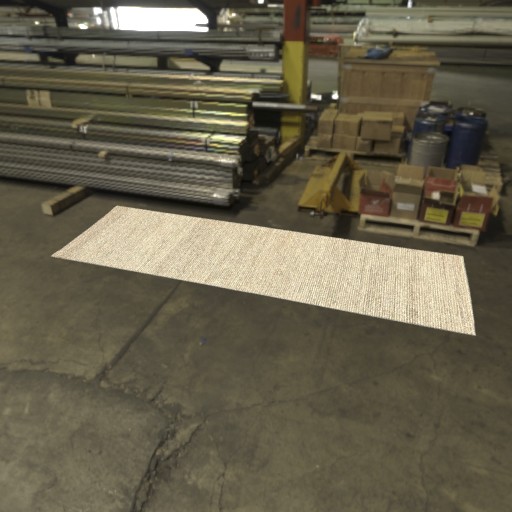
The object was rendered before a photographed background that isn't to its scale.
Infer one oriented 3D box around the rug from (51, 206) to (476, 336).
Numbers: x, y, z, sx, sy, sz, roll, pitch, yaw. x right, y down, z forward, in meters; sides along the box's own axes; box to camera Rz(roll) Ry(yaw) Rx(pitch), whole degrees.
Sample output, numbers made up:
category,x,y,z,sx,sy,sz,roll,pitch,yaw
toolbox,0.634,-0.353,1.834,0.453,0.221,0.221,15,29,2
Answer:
category,x,y,z,sx,sy,sz,roll,pitch,yaw
rug,0.000,0.000,2.667,2.390,0.014,0.741,9,33,15
